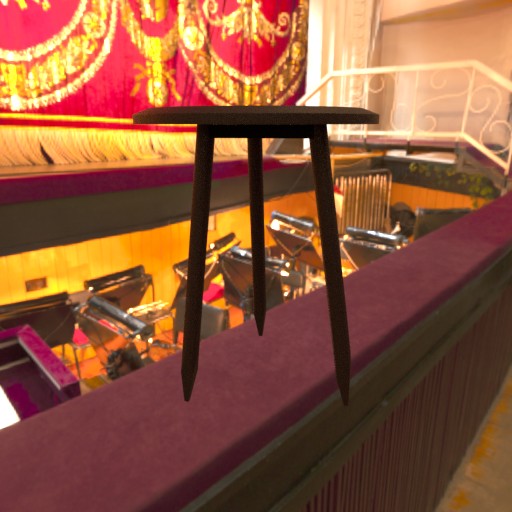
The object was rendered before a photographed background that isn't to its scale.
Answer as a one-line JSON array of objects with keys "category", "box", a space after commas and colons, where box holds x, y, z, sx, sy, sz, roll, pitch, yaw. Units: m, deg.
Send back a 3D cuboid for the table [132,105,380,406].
[{"category": "table", "box": [0.000, 0.000, 0.931, 0.457, 0.585, 0.457, 0, 17, 0]}]
